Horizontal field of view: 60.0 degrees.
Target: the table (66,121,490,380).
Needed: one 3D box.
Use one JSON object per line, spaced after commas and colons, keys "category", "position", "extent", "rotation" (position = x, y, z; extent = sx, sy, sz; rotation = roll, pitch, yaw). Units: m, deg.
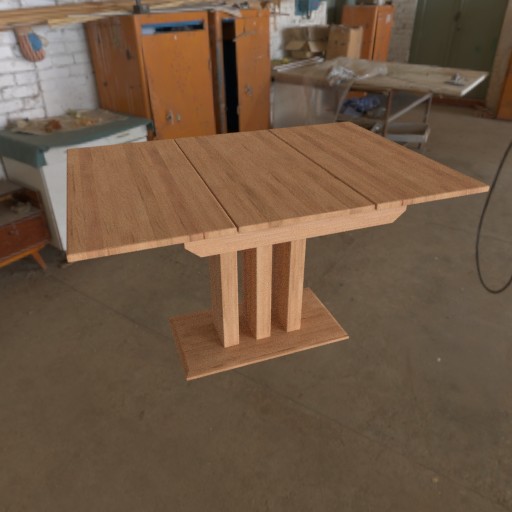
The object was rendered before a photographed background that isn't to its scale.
{"category": "table", "position": [0.000, 0.000, 1.815], "extent": [1.300, 0.770, 0.900], "rotation": [-11, 32, -17]}
